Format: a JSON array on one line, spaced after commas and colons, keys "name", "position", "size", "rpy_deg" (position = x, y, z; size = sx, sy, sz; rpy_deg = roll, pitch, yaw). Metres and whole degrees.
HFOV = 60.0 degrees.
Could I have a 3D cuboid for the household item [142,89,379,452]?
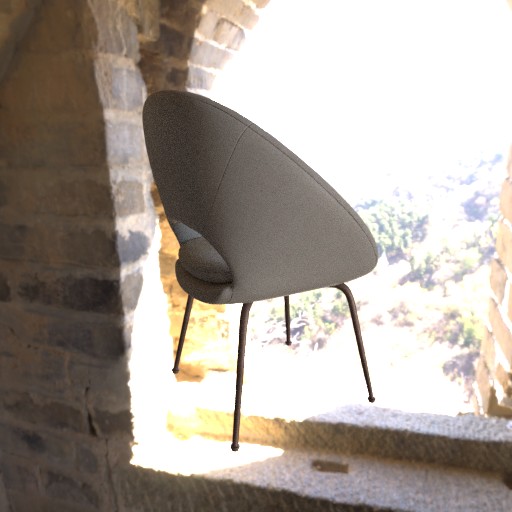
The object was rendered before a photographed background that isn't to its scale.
[{"name": "household item", "position": [0.000, 0.000, 1.261], "size": [0.573, 0.852, 0.623], "rpy_deg": [-7, 15, -28]}]
